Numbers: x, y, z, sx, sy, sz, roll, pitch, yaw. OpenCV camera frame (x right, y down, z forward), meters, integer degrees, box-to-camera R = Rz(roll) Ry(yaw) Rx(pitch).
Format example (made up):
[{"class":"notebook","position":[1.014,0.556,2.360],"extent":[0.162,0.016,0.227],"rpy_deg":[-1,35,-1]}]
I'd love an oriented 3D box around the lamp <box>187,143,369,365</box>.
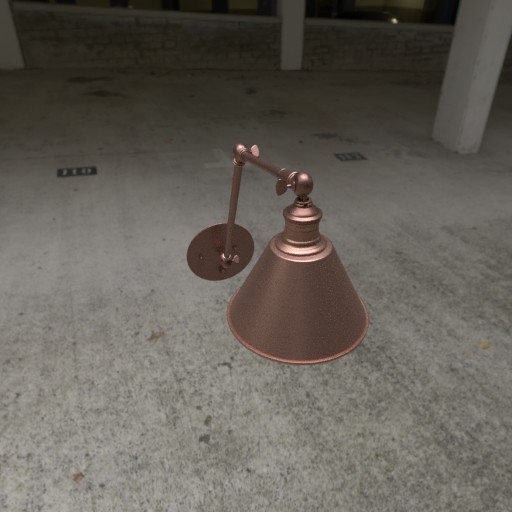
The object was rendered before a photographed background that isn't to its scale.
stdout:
[{"class":"lamp","position":[0.000,0.000,0.873],"extent":[0.223,0.502,0.624],"rpy_deg":[-11,34,-16]}]
